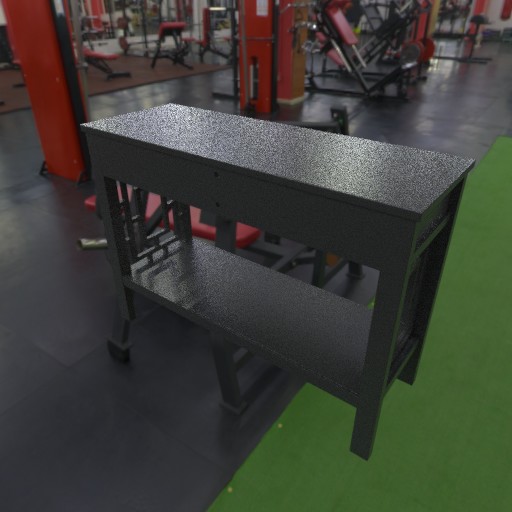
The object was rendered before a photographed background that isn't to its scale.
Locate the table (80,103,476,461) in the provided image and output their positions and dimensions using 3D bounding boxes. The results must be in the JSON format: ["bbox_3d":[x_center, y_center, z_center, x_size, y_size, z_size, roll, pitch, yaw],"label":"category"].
[{"bbox_3d":[0.000,0.000,1.424,1.068,0.753,0.397,21,37,31],"label":"table"}]
